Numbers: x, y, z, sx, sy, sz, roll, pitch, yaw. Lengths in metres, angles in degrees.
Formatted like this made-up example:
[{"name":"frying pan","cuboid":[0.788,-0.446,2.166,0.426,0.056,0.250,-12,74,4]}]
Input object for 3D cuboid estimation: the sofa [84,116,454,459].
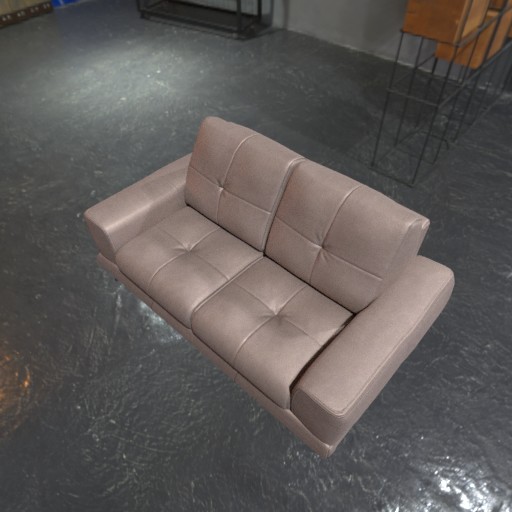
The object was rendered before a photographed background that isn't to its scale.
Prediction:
[{"name":"sofa","cuboid":[0.000,0.000,2.384,1.806,0.907,1.018,34,55,28]}]
